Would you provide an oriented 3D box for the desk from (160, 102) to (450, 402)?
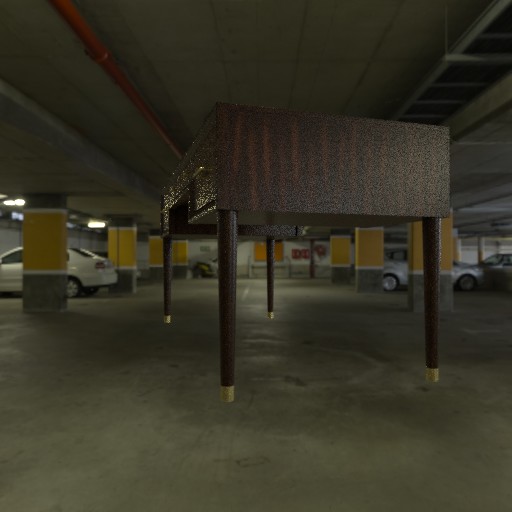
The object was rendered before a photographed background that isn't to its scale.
[{"bbox_3d":[0.000,0.000,1.968,0.724,0.762,1.575,0,-1,-17],"label":"desk"}]
